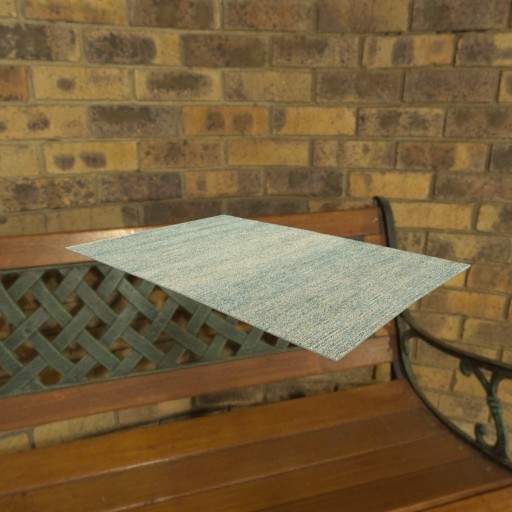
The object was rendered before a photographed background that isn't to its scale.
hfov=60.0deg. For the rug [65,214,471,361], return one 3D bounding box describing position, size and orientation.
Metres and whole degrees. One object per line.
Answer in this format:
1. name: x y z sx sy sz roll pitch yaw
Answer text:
1. rug: 0.000 0.000 5.336 4.078 0.052 2.802 15 23 40
